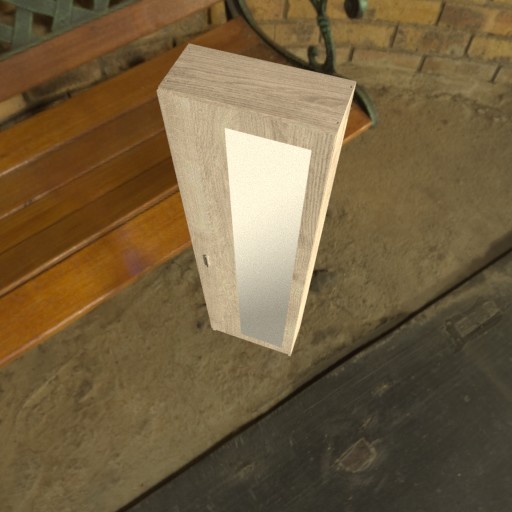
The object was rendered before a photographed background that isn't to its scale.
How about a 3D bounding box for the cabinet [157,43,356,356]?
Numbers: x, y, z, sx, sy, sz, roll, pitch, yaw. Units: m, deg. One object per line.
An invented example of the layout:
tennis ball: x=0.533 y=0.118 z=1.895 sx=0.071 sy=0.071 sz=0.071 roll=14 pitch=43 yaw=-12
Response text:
cabinet: x=0.000 y=0.000 z=1.969 sx=0.500 sy=1.790 sz=0.230 roll=17 pitch=61 yaw=10
